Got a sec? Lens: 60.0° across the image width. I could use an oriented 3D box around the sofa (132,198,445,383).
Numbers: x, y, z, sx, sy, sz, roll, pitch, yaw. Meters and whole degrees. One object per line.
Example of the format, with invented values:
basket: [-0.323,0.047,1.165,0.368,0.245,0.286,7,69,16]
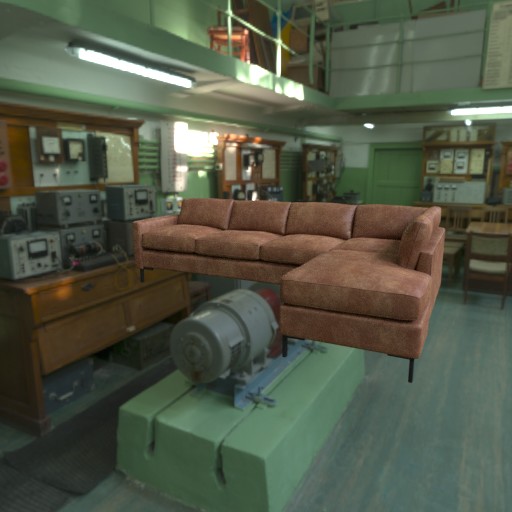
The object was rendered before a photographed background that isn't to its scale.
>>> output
sofa: [0.000,0.000,3.902,2.984,0.877,1.938,6,13,26]
